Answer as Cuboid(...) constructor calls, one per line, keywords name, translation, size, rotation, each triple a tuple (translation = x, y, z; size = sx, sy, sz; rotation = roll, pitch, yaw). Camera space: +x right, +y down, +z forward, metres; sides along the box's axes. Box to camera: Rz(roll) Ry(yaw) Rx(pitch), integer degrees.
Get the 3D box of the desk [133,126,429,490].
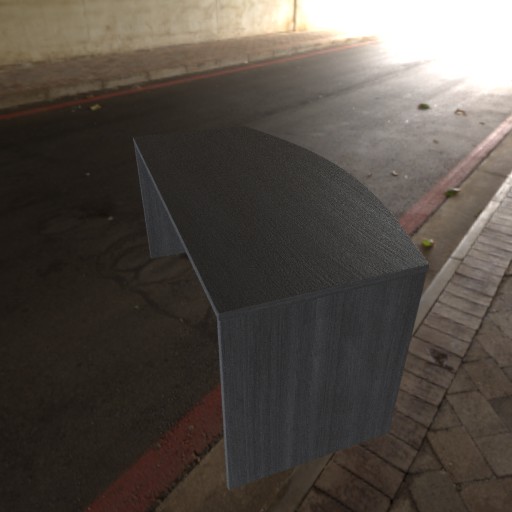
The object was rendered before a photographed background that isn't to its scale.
Cuboid(name="desk", translation=(0.000, 0.000, 2.044), size=(0.802, 0.750, 1.600), rotation=(-11, 33, -18))
